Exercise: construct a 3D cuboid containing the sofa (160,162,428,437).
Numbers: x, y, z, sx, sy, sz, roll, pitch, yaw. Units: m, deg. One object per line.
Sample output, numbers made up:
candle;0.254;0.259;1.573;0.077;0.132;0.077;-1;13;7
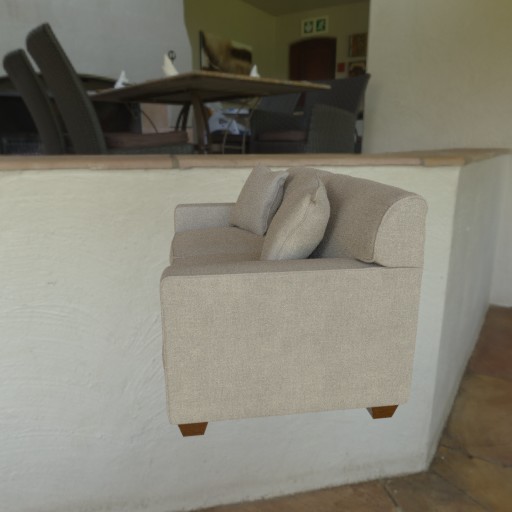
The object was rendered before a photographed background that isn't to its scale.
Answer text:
sofa;0.000;0.000;2.464;0.998;0.958;1.846;-2;15;-8
